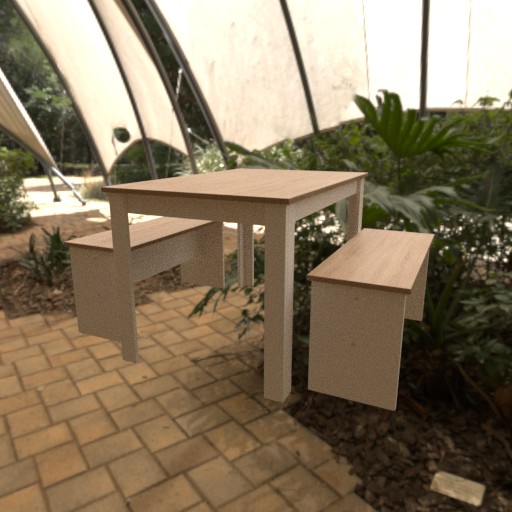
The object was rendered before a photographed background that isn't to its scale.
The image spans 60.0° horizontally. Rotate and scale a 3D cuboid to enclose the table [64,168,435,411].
[{"bbox_3d":[0.000,0.000,2.025,1.443,0.700,1.100,7,17,25],"label":"table"}]
